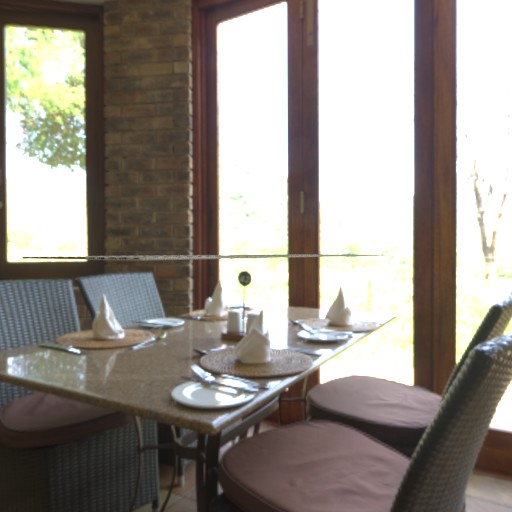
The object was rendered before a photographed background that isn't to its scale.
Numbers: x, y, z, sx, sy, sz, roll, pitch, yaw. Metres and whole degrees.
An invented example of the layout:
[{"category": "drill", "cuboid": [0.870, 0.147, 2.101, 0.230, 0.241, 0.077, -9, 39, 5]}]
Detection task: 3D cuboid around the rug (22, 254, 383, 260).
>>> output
[{"category": "rug", "cuboid": [0.000, 0.000, 2.678, 0.750, 0.009, 2.435, 0, 1, 35]}]
